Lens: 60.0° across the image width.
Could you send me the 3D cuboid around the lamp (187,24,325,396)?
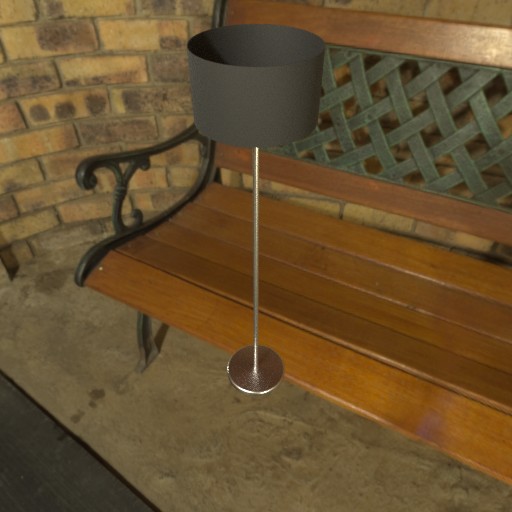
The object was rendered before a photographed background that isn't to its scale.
[{"bbox_3d":[0.000,0.000,1.599,0.348,1.443,0.348,-2,42,-2],"label":"lamp"}]
